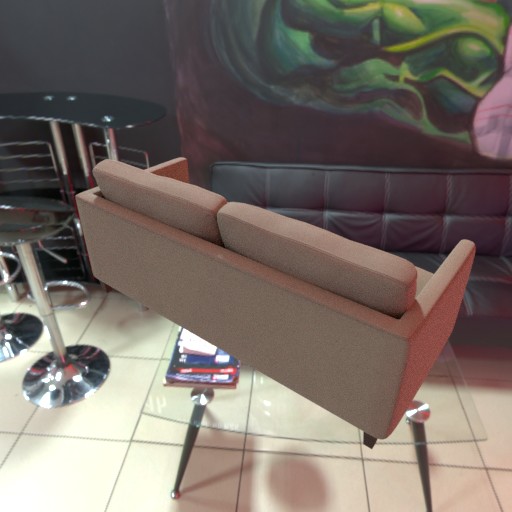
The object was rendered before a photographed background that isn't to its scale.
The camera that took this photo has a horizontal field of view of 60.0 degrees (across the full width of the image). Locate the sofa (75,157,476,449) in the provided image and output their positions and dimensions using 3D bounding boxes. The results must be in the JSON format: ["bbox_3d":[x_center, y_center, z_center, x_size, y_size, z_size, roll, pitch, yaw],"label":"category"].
[{"bbox_3d":[0.000,0.000,2.639,2.181,0.932,0.948,22,38,31],"label":"sofa"}]
